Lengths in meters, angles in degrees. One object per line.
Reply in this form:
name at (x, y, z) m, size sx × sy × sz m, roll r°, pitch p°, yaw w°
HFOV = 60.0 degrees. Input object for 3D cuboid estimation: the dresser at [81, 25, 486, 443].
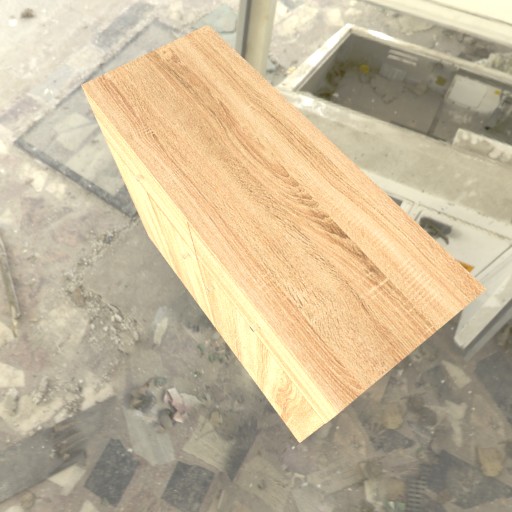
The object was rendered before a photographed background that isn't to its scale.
dresser at (0.000, 0.000, 1.517) m, size 0.450 × 0.900 × 1.100 m, roll -34°, pitch 68°, yaw -15°
